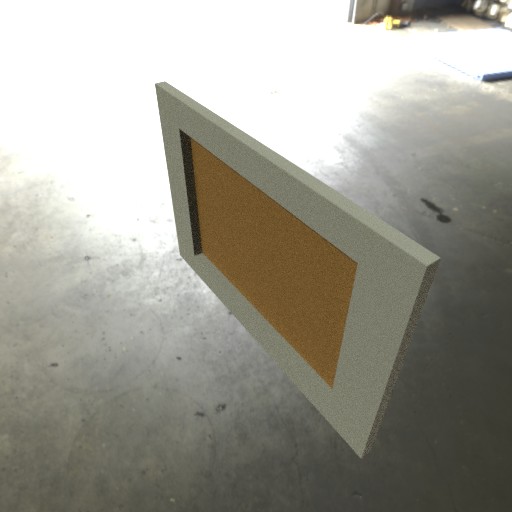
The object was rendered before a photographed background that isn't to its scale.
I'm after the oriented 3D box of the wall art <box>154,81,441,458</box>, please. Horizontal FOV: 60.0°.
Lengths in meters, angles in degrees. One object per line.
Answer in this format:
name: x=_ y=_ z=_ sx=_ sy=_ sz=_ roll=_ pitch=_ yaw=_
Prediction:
wall art: x=0.000 y=0.000 z=1.134 sx=0.033 sy=0.617 sz=0.906 roll=-25 pitch=47 yaw=-26
